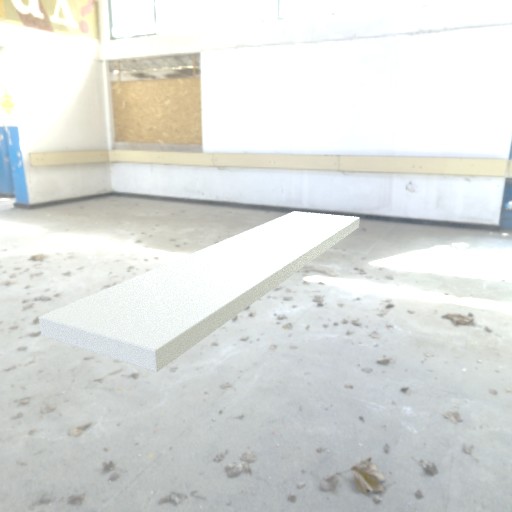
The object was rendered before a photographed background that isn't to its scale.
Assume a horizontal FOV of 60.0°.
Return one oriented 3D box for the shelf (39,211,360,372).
[{"bbox_3d":[0.000,0.000,0.645,0.140,0.020,0.610,8,18,27],"label":"shelf"}]
